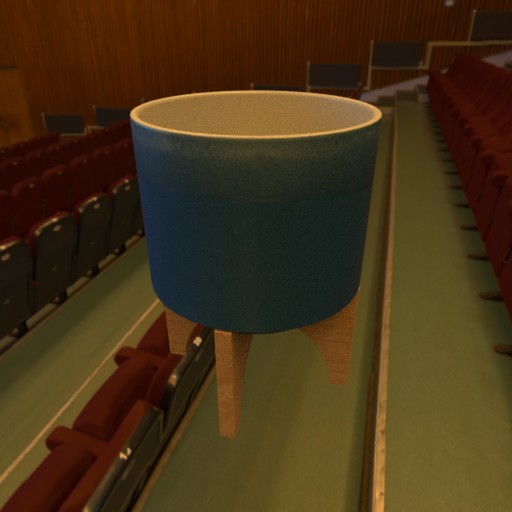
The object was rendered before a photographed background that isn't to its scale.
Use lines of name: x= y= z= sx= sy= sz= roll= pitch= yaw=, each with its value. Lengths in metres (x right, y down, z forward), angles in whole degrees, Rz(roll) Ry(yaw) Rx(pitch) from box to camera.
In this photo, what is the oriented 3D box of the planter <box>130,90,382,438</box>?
planter: x=0.000 y=0.000 z=0.410 sx=0.192 sy=0.263 sz=0.192 roll=0 pitch=28 yaw=0
